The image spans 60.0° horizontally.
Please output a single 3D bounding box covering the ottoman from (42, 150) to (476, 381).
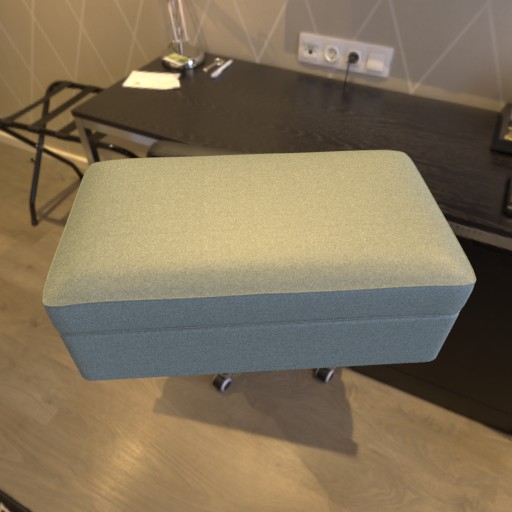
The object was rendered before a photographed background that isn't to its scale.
[{"bbox_3d":[0.000,0.000,1.533,1.173,0.494,0.681,-3,45,-3],"label":"ottoman"}]
